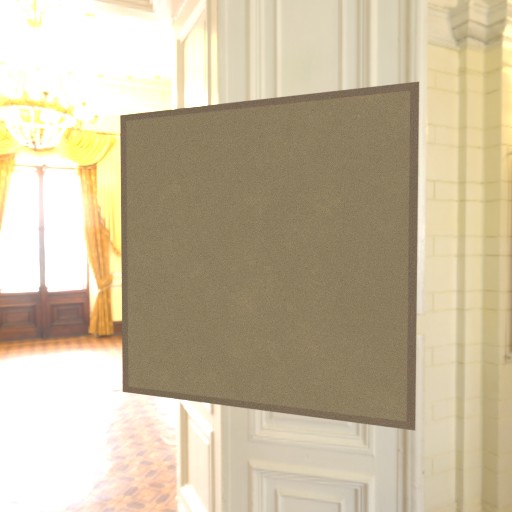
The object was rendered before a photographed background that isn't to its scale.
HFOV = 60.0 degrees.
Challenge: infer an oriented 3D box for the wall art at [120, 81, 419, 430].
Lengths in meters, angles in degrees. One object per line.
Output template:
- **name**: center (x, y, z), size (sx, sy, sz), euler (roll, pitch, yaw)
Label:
- **wall art**: center (0.000, 0.000, 0.744), size (0.508, 0.506, 0.038), euler (1, 2, 19)
